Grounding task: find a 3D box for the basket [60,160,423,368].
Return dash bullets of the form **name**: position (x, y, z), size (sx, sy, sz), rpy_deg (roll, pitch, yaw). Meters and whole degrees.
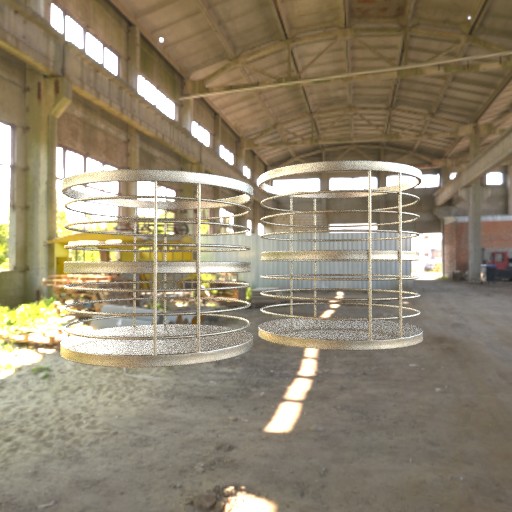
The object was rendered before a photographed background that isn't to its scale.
- **basket**: position (0.000, 0.000, 0.925), size (0.746, 0.351, 0.356), rpy_deg (0, -1, -20)
